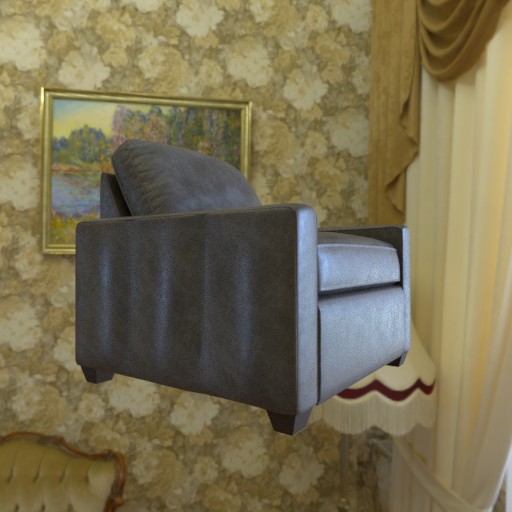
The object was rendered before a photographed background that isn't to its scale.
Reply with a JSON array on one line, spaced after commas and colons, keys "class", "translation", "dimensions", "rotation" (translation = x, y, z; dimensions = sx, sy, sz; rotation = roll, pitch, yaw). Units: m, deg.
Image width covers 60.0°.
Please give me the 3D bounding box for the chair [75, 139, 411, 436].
[{"class": "chair", "translation": [0.000, 0.000, 1.749], "dimensions": [0.939, 0.916, 1.006], "rotation": [0, 0, 35]}]
